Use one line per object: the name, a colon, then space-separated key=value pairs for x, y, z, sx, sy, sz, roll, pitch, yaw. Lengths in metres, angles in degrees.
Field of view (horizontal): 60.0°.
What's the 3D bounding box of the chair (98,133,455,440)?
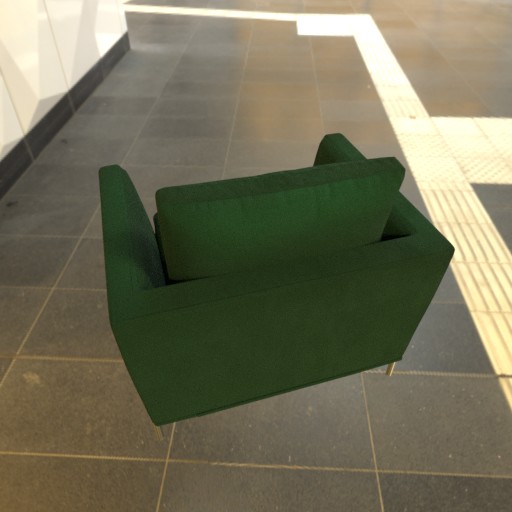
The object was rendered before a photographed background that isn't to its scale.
chair: x=0.000 y=0.000 z=1.711 sx=1.047 sy=0.997 sz=0.852 roll=-11 pitch=42 yaw=-13
